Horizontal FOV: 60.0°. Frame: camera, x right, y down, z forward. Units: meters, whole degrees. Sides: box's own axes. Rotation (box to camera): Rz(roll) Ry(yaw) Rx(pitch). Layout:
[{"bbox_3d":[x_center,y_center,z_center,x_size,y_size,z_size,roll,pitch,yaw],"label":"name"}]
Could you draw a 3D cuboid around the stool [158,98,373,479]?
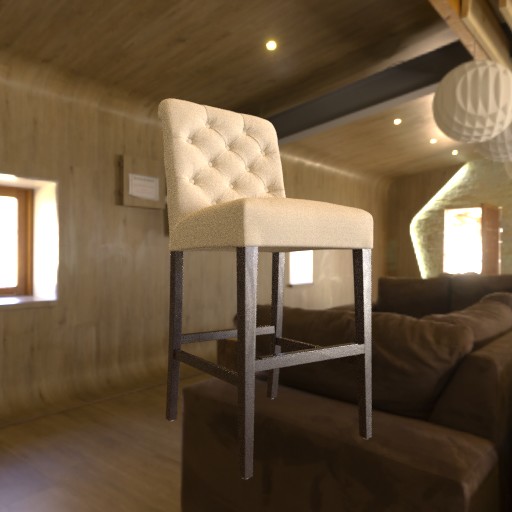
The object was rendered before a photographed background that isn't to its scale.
[{"bbox_3d":[0.000,0.000,1.467,0.482,1.118,0.610,0,-1,-34],"label":"stool"}]
